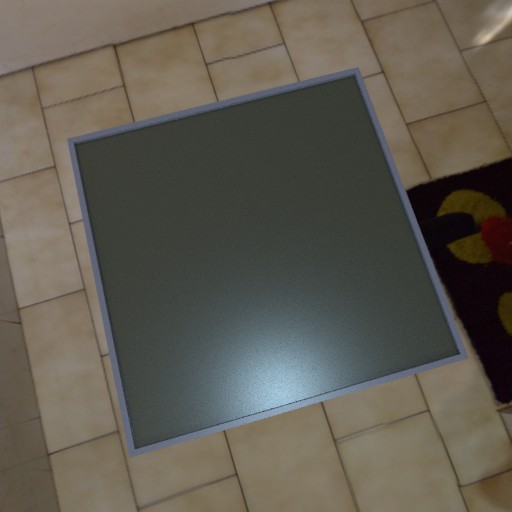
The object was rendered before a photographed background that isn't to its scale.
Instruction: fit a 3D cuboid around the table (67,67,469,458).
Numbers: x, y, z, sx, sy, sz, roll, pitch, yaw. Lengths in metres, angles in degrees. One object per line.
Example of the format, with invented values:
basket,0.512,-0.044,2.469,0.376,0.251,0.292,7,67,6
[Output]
table,0.000,0.000,1.237,0.801,0.299,0.801,-15,77,-4
